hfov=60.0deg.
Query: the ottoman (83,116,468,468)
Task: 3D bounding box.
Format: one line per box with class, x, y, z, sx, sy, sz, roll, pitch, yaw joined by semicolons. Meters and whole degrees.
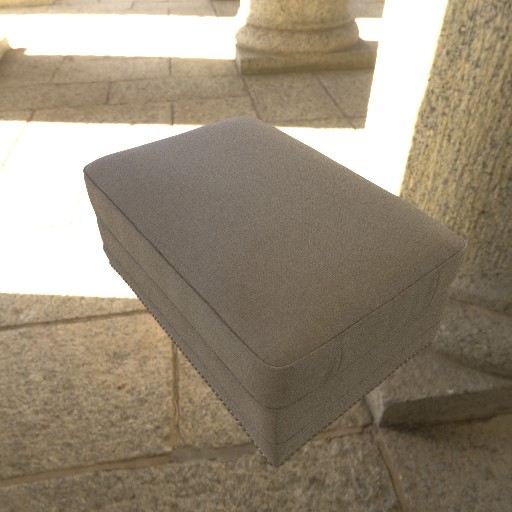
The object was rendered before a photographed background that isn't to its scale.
ottoman;0.000;0.000;1.132;0.559;0.458;0.813;-27;47;-28
